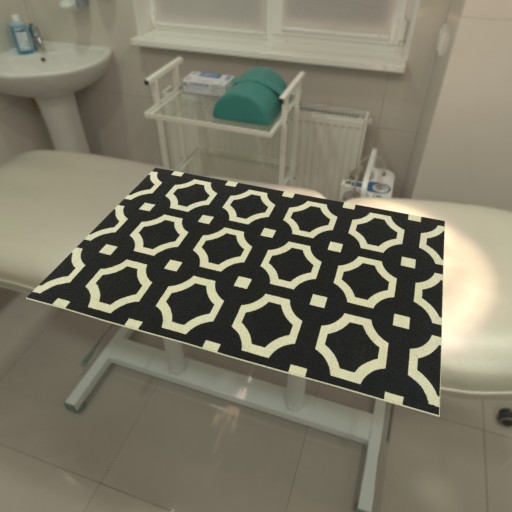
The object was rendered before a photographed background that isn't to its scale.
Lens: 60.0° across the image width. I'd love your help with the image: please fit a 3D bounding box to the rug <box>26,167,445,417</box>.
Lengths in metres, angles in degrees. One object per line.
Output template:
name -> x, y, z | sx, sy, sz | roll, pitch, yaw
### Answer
rug -> 0.000, 0.000, 2.838 | 2.286, 0.016, 1.555 | 13, 43, 14
